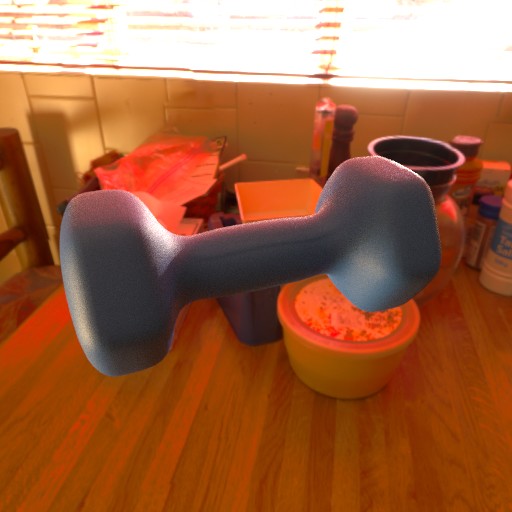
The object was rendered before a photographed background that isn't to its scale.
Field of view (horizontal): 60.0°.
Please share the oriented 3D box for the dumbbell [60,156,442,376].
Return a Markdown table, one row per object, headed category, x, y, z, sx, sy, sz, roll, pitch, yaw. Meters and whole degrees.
| category | x | y | z | sx | sy | sz | roll | pitch | yaw |
| --- | --- | --- | --- | --- | --- | --- | --- | --- | --- |
| dumbbell | 0.000 | 0.000 | 0.265 | 0.212 | 0.093 | 0.103 | -10 | 33 | -17 |
